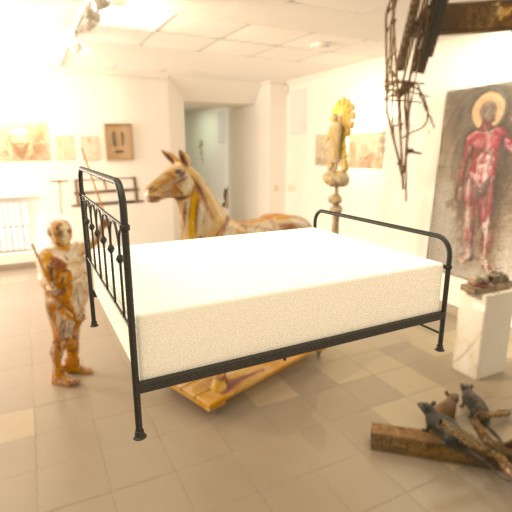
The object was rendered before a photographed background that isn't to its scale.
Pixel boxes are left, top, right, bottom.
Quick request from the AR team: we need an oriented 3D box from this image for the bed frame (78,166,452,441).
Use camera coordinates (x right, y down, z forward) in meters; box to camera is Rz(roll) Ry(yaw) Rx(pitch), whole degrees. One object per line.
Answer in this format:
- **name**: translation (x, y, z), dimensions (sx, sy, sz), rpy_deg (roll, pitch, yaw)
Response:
- **bed frame**: translation (0.000, 0.000, 3.234), dimensions (2.203, 1.276, 1.664), rpy_deg (-7, 16, -26)
